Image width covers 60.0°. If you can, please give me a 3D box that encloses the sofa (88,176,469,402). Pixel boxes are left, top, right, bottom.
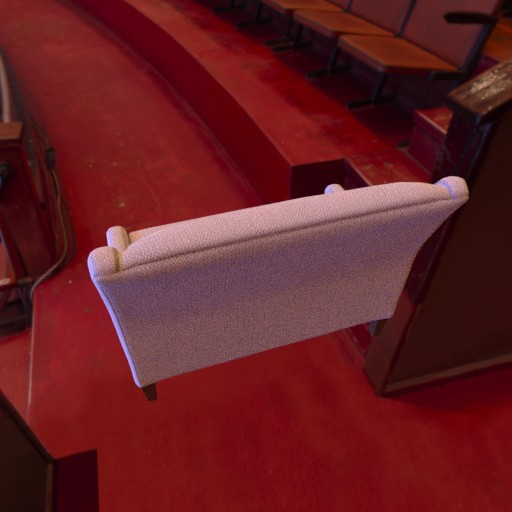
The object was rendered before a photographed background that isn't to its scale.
[{"bbox_3d":[0.000,0.000,1.940,1.242,1.022,0.870,-13,44,-14],"label":"sofa"}]
